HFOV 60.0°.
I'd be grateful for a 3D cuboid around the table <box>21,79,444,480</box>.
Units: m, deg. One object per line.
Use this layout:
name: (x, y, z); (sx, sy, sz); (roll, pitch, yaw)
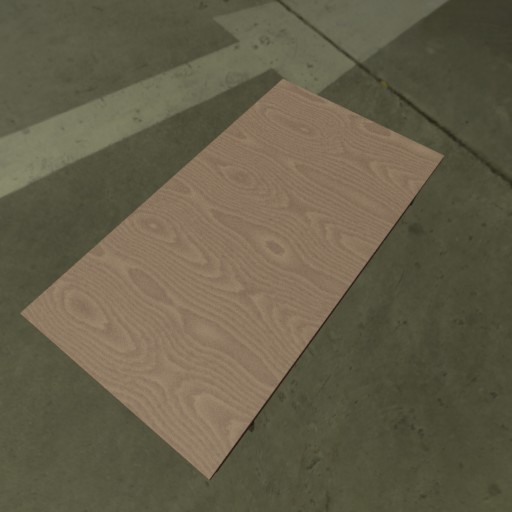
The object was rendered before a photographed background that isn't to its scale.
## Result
table: (0.000, 0.000, 1.459); (0.651, 0.347, 1.197); (33, 64, 18)
